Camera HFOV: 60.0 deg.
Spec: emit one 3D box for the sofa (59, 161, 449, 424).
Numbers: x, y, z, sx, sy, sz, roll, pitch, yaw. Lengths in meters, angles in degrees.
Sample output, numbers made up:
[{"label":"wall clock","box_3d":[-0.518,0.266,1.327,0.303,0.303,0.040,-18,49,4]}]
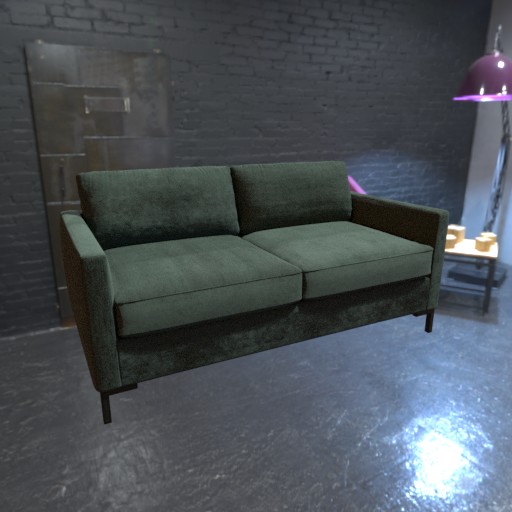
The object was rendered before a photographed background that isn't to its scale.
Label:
[{"label":"sofa","box_3d":[0.000,0.000,2.142,1.676,0.817,0.875,-8,18,-26]}]
